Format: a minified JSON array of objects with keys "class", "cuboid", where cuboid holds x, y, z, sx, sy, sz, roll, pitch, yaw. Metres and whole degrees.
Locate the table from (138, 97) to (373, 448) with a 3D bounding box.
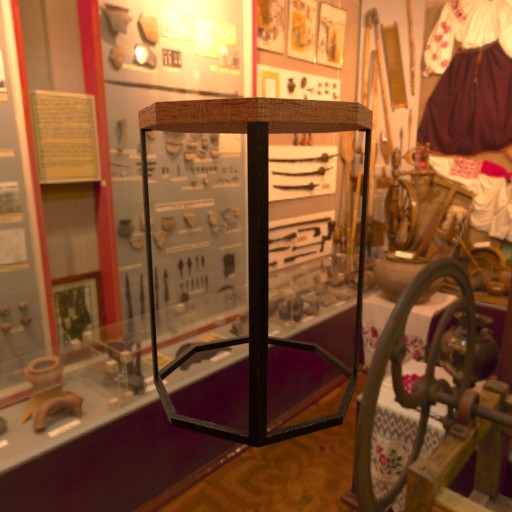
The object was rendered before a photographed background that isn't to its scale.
[{"class":"table","cuboid":[0.000,0.000,0.887,0.437,0.553,0.437,13,18,43]}]
